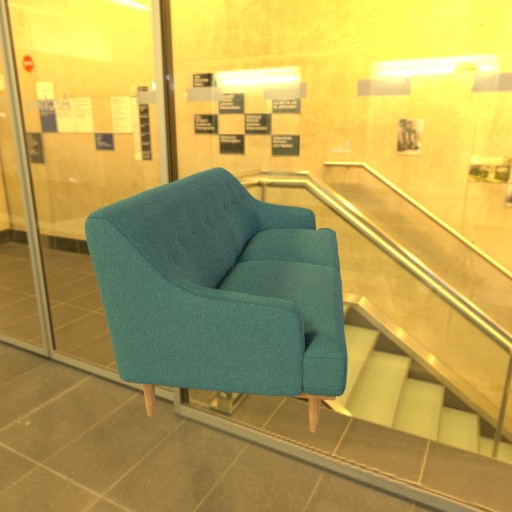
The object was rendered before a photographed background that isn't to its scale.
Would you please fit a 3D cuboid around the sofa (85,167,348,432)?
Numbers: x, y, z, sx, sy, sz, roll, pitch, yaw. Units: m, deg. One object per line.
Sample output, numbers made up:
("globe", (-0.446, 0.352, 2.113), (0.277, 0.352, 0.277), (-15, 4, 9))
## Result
("sofa", (0.000, 0.000, 2.572), (0.978, 0.871, 2.057), (2, 16, 8))
